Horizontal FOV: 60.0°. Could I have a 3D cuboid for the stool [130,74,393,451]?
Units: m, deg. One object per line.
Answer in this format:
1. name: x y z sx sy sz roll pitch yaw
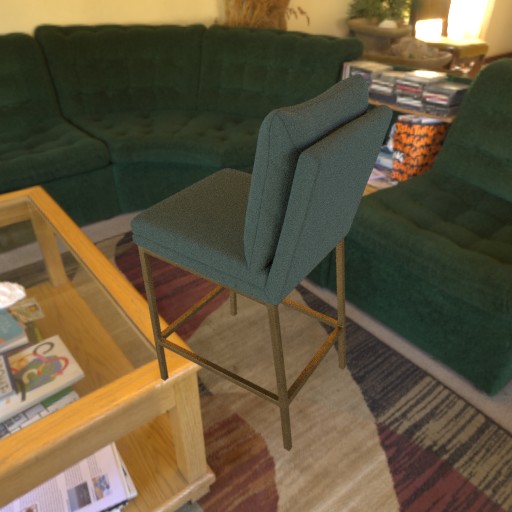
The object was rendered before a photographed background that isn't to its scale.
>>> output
1. stool: 0.000 0.000 1.359 0.568 1.032 0.463 21 39 28
